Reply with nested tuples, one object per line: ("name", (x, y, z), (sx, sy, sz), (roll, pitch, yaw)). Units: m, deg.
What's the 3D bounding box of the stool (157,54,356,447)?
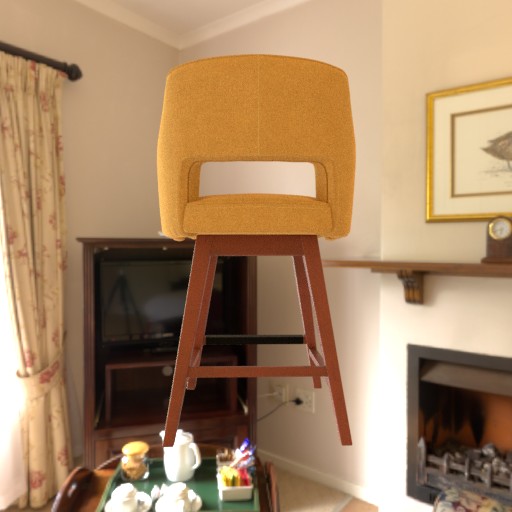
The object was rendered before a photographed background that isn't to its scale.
("stool", (0.000, 0.000, 1.274), (0.548, 0.924, 0.558), (0, 1, -1))
